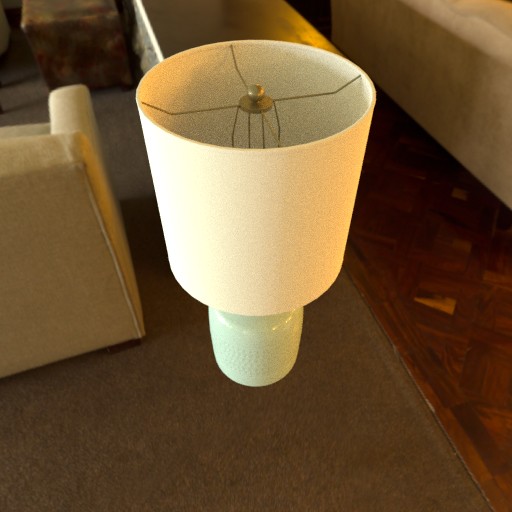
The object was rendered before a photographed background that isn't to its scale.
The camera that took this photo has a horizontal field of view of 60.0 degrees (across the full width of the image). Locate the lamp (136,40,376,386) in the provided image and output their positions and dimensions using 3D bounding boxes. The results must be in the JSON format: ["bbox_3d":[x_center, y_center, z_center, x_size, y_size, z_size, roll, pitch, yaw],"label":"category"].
[{"bbox_3d":[0.000,0.000,1.097,0.418,0.871,0.418,17,49,16],"label":"lamp"}]
